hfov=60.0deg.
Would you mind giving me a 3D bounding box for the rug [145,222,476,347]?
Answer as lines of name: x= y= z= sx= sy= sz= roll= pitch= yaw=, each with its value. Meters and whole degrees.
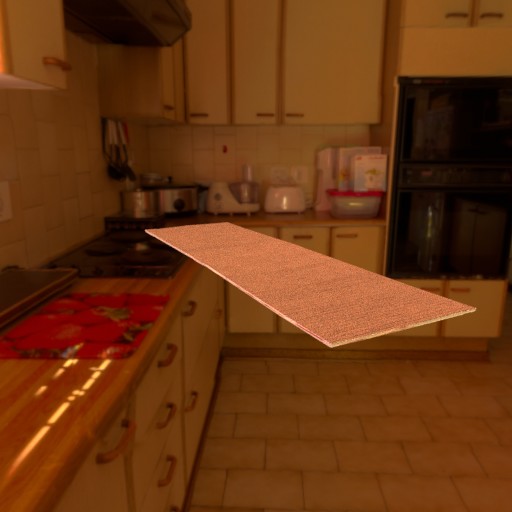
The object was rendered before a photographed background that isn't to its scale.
rug: x=0.000 y=0.000 z=2.534 sx=0.692 sy=0.032 sz=2.320 roll=-7 pitch=15 yaw=-27
